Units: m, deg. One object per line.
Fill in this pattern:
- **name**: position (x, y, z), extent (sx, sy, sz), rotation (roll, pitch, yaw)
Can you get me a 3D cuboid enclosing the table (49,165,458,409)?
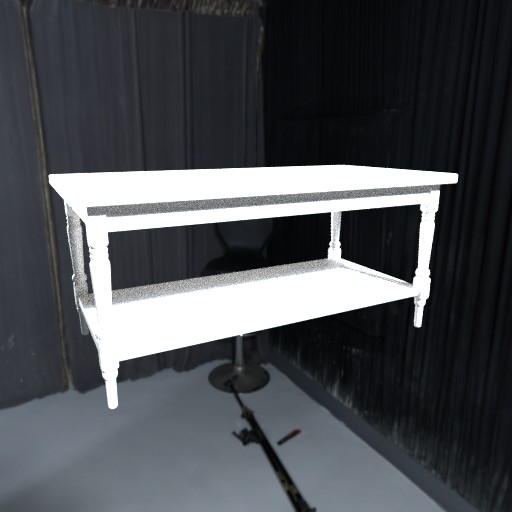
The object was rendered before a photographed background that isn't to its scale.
- **table**: position (0.000, 0.000, 1.402), extent (1.107, 0.510, 0.550), rotation (-8, 16, -27)
